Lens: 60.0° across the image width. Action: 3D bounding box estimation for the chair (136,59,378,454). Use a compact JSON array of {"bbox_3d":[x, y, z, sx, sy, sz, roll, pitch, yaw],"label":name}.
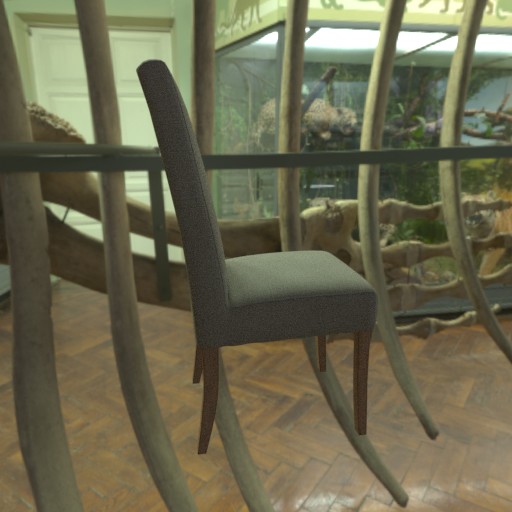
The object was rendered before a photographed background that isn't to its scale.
[{"bbox_3d":[0.000,0.000,1.346,0.611,1.033,0.450,-3,15,-10],"label":"chair"}]
